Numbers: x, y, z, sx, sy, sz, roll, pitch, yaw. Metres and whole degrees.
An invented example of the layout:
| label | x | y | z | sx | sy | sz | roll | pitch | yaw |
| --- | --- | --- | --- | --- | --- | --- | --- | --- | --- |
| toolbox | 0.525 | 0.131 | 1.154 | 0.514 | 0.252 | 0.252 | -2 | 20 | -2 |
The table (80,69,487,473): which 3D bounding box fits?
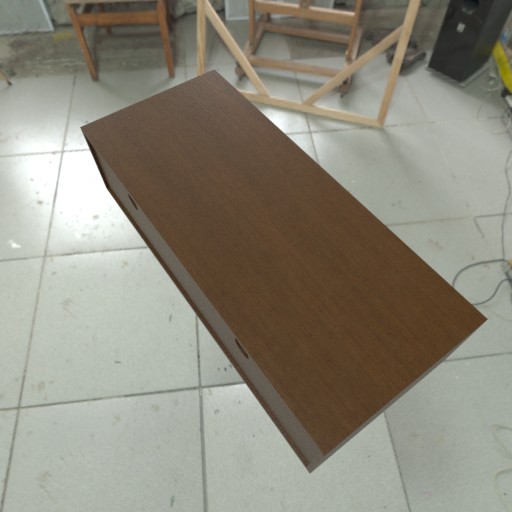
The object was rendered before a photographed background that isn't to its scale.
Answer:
| label | x | y | z | sx | sy | sz | roll | pitch | yaw |
| --- | --- | --- | --- | --- | --- | --- | --- | --- | --- |
| table | 0.000 | 0.000 | 1.356 | 0.490 | 0.464 | 1.119 | -31 | 63 | -18 |
